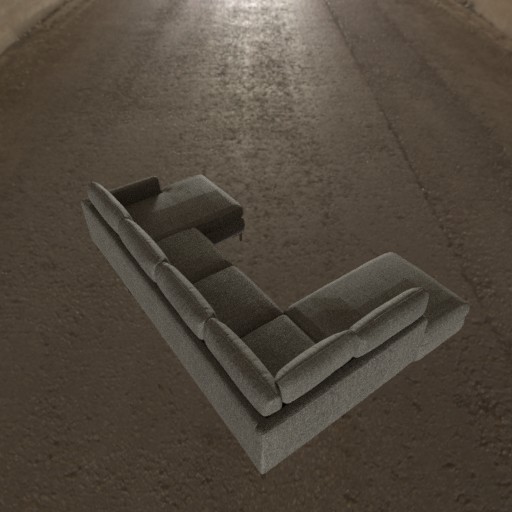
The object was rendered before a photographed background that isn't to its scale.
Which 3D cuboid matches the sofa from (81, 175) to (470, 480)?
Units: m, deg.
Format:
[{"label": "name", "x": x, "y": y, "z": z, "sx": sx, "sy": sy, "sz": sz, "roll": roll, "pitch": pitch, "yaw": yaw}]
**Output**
[{"label": "sofa", "x": 0.000, "y": 0.000, "z": 3.603, "sx": 1.879, "sy": 0.756, "sz": 2.737, "roll": -25, "pitch": 47, "yaw": -26}]
